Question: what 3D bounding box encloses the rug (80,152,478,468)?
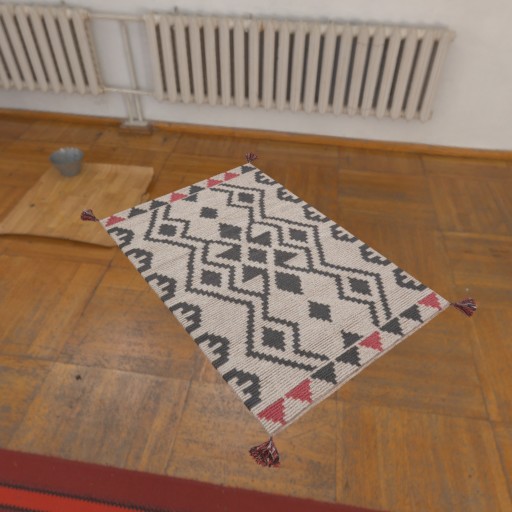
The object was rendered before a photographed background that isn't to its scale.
[{"bbox_3d":[0.000,0.000,2.624,1.444,0.067,2.069,-27,48,-26],"label":"rug"}]
